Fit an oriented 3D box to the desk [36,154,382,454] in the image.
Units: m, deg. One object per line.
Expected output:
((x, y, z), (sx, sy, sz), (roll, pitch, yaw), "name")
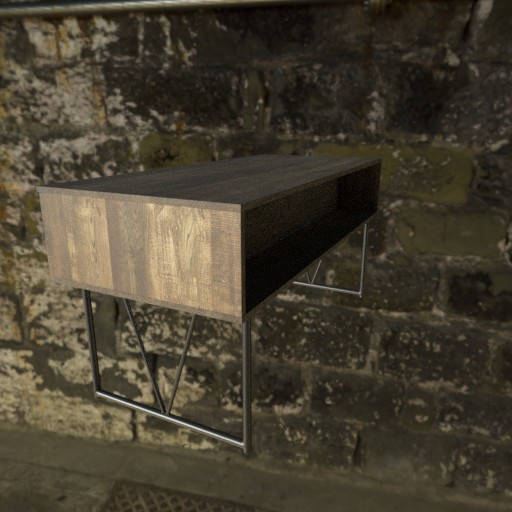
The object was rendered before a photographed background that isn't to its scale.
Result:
((0.000, 0.000, 1.995), (0.730, 0.780, 1.600), (8, 19, 26), "desk")
